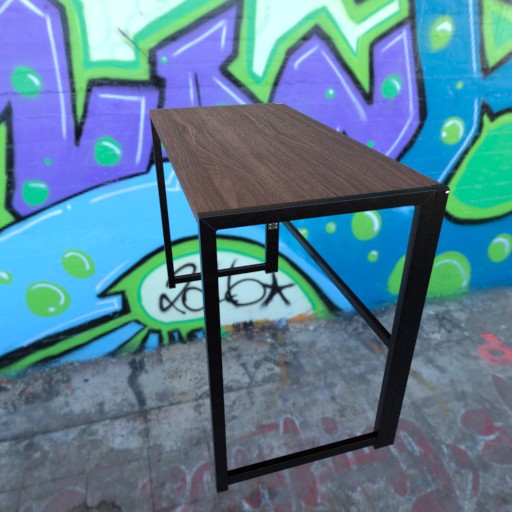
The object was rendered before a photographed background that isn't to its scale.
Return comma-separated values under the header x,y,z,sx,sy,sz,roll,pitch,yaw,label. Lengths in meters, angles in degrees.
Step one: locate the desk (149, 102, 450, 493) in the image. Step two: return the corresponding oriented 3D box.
x,y,z,sx,sy,sz,roll,pitch,yaw,label
0.000,0.000,1.428,0.508,0.762,1.016,-8,30,-15,desk
